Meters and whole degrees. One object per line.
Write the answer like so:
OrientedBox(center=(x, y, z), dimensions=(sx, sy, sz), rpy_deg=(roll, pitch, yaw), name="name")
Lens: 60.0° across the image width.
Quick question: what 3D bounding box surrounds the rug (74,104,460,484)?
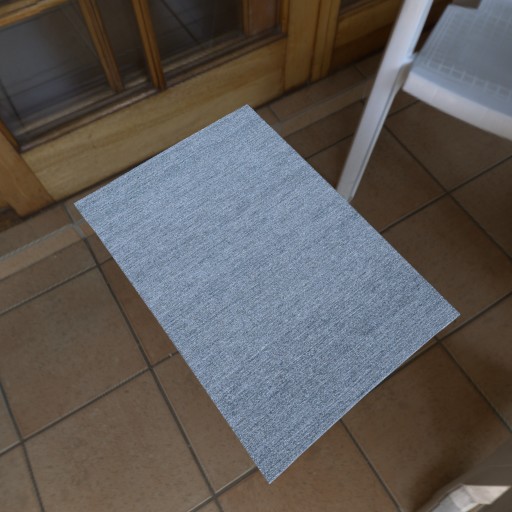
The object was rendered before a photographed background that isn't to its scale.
OrientedBox(center=(0.000, 0.000, 3.097), dimensions=(1.616, 0.030, 2.338), rpy_deg=(-35, 69, -15), name="rug")
